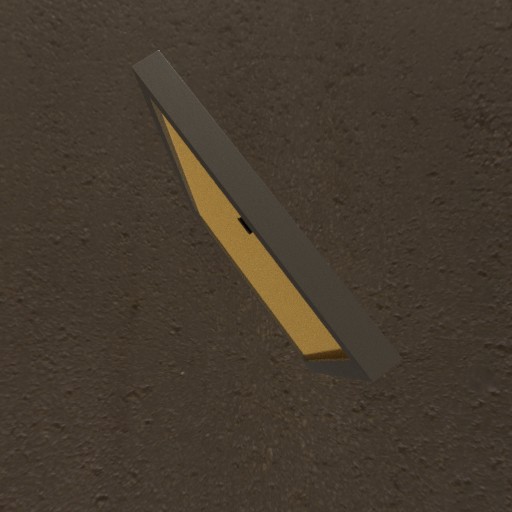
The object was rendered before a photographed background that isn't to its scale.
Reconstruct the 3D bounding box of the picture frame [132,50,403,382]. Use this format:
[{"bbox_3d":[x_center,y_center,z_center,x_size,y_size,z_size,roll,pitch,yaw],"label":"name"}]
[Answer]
[{"bbox_3d":[0.000,0.000,1.381,0.073,0.968,0.839,-36,79,-8],"label":"picture frame"}]
